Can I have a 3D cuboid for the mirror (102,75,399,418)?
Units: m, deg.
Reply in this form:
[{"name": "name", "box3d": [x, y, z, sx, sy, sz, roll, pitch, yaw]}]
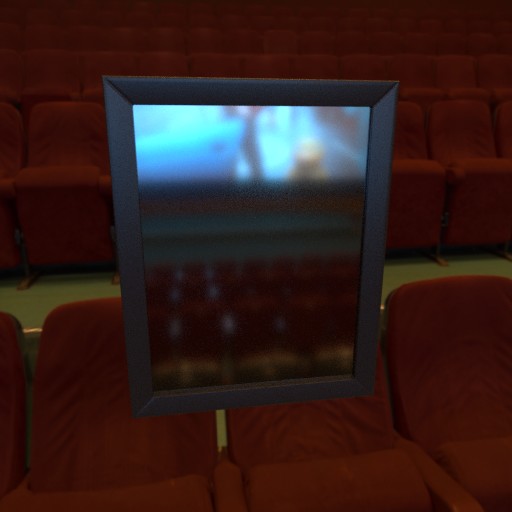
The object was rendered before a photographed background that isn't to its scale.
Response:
[{"name": "mirror", "box3d": [0.000, 0.000, 0.685, 0.405, 0.508, 0.041, -3, 16, -9]}]
